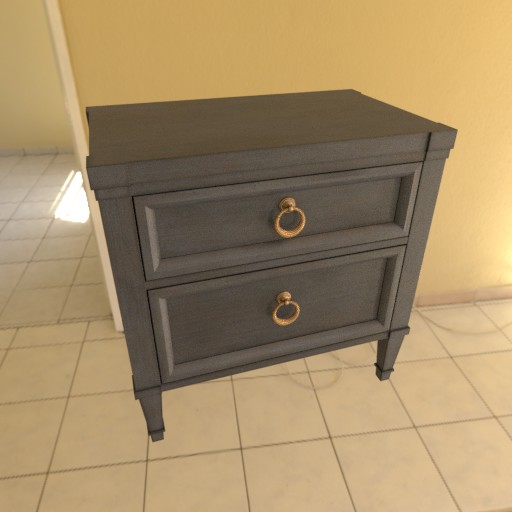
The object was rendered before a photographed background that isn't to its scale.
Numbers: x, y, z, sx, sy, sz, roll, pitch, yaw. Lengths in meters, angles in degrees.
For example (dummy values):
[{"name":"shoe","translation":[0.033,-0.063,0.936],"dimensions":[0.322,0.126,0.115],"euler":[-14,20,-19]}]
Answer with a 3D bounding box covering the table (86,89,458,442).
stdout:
[{"name":"table","translation":[0.000,0.000,1.073],"dimensions":[0.660,0.660,0.413],"euler":[-10,32,-15]}]
